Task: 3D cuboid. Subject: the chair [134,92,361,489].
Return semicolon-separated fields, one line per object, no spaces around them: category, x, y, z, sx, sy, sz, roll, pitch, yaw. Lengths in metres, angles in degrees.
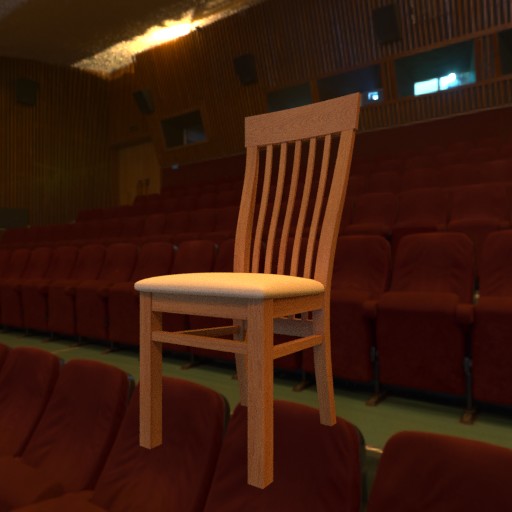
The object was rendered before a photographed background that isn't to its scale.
chair;0.000;0.000;1.335;0.450;1.050;0.580;0;0;34
